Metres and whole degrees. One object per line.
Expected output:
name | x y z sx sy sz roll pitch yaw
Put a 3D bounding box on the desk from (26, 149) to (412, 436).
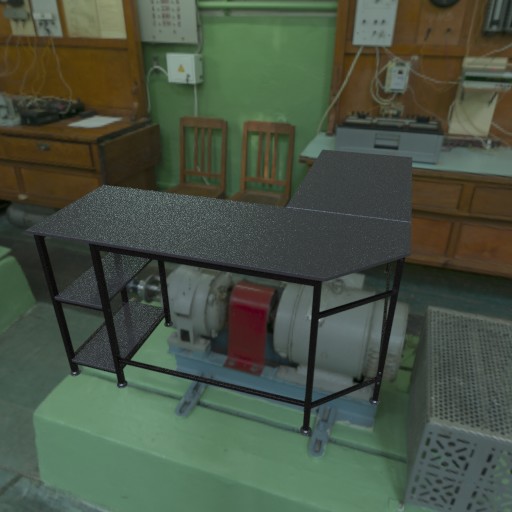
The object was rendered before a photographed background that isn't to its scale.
desk | 0.000 0.000 2.236 1.379 0.739 1.379 9 31 15
